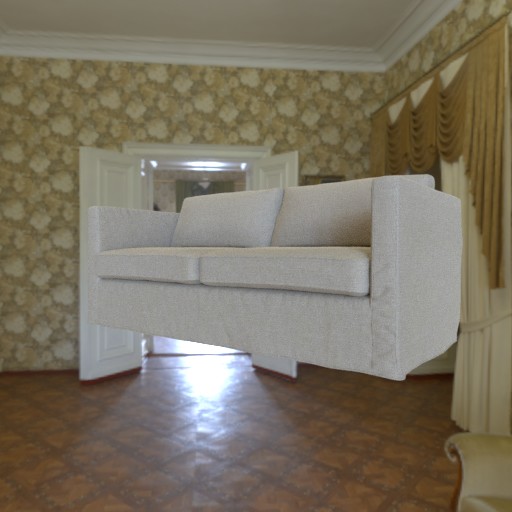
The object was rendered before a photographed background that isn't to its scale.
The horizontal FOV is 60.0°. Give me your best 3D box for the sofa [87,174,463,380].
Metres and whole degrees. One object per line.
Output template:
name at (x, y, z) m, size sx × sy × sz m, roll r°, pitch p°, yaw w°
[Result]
sofa at (0.000, 0.000, 2.501) m, size 1.987 × 0.847 × 0.956 m, roll 1°, pitch 1°, yaw 38°
